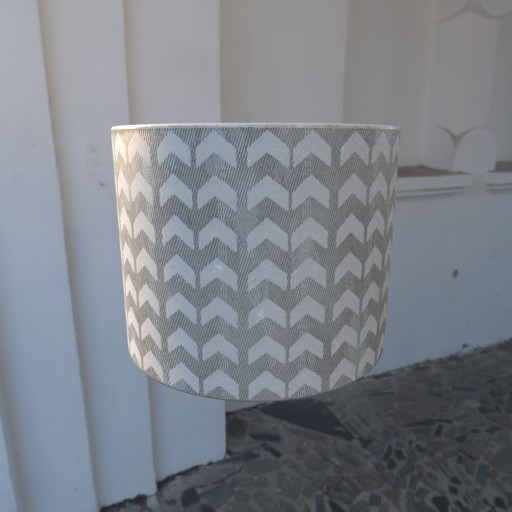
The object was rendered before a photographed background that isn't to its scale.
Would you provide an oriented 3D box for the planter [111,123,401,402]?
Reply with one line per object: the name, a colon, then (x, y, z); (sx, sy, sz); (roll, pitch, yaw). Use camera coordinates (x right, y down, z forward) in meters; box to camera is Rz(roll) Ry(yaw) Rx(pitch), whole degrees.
planter: (0.000, 0.000, 0.327); (0.190, 0.181, 0.190); (0, 15, 0)
